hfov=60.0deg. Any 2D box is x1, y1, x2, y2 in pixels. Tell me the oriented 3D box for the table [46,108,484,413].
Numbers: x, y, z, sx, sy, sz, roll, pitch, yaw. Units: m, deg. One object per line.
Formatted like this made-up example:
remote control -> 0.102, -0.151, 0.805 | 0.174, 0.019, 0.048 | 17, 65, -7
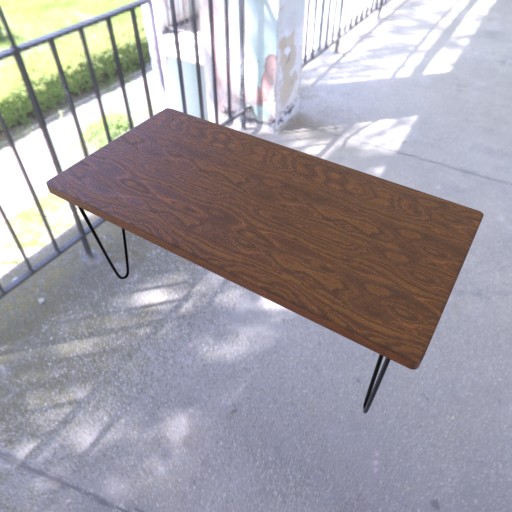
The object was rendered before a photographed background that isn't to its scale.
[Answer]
table -> 0.000, 0.000, 2.264 | 1.791, 0.753, 0.883 | 24, 50, 22
